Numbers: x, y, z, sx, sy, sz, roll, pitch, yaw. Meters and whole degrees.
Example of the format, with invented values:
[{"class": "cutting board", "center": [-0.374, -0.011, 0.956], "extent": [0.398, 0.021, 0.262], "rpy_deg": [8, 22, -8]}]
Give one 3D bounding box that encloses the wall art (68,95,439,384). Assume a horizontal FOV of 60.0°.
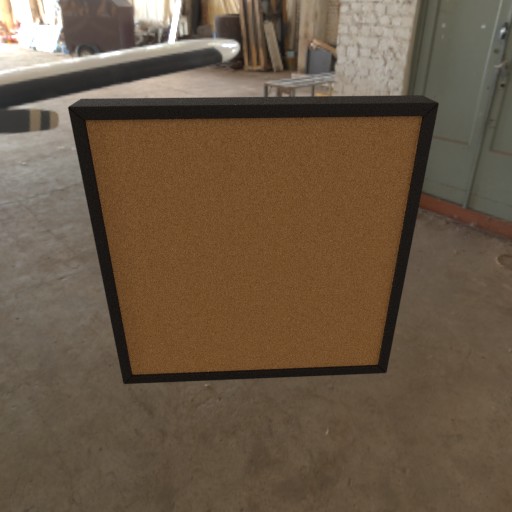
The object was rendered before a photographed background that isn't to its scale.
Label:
[{"class": "wall art", "center": [0.000, 0.000, 0.453], "extent": [0.305, 0.305, 0.037], "rpy_deg": [-2, 29, -3]}]
